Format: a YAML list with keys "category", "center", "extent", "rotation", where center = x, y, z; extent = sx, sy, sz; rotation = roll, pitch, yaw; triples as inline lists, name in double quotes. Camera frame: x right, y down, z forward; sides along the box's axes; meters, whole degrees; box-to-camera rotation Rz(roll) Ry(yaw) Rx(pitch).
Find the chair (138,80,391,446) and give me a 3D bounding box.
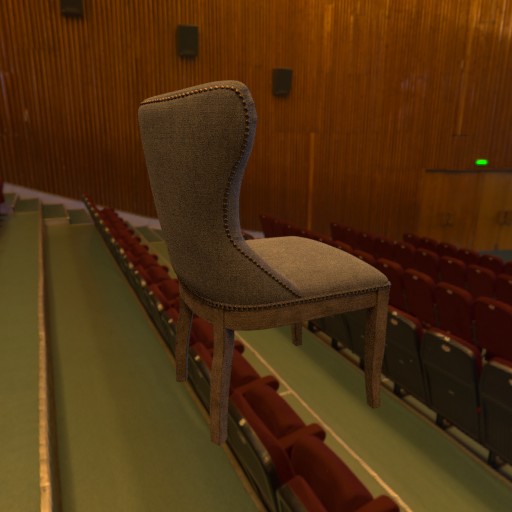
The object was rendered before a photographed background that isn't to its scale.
- category: "chair"
  center: [0.000, 0.000, 1.449]
  extent: [0.681, 1.002, 0.654]
  rotation: [-7, 17, -25]
